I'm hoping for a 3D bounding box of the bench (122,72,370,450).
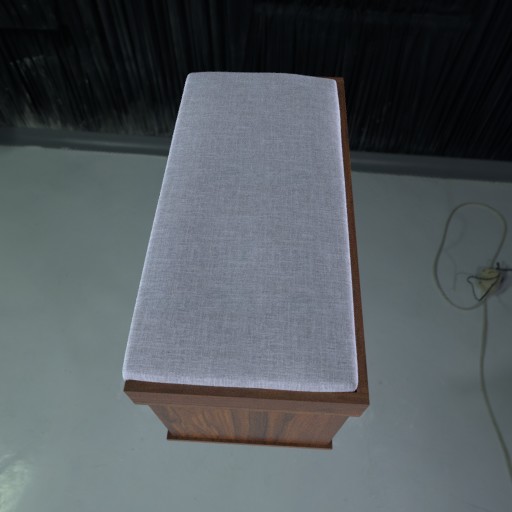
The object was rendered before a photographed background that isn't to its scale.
[{"bbox_3d":[0.000,0.000,0.995,0.362,0.461,0.734,3,58,2],"label":"bench"}]
